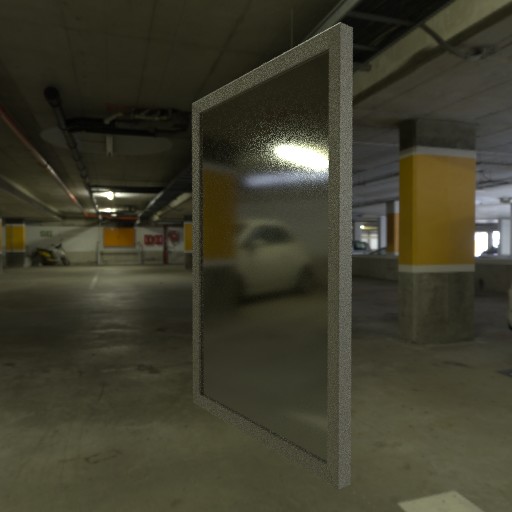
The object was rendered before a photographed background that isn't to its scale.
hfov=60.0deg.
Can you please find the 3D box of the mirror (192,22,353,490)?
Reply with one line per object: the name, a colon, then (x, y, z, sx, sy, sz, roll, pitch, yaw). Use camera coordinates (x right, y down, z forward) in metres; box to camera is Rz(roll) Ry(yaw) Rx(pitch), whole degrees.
mirror: (0.000, 0.000, 1.124, 0.041, 0.914, 0.609, -1, 2, -36)
